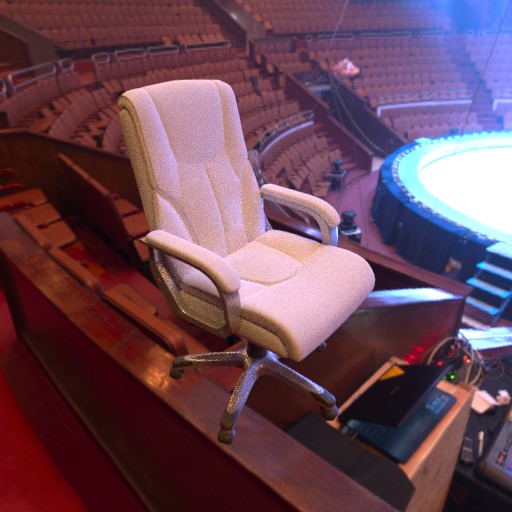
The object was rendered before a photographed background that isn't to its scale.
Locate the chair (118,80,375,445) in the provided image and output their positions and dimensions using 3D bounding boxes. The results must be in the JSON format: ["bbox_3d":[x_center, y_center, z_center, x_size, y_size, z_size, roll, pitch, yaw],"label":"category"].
[{"bbox_3d":[0.000,0.000,1.566,0.738,1.120,0.687,19,33,33],"label":"chair"}]
